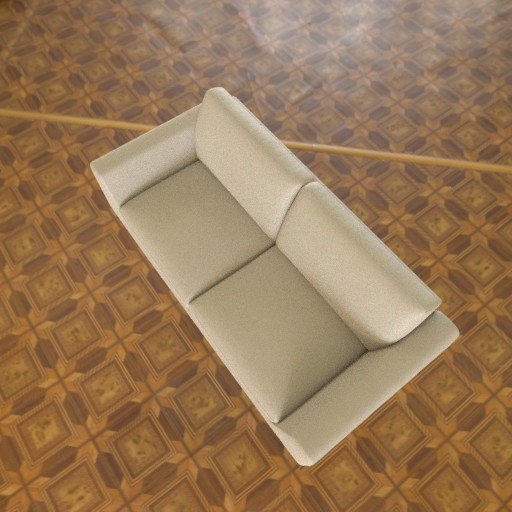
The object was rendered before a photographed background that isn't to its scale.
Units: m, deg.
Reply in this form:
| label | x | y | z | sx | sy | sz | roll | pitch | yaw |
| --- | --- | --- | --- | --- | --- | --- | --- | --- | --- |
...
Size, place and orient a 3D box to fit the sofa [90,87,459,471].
| label | x | y | z | sx | sy | sz | roll | pitch | yaw |
| --- | --- | --- | --- | --- | --- | --- | --- | --- | --- |
| sofa | 0.000 | 0.000 | 2.495 | 0.953 | 0.875 | 2.017 | -34 | 68 | -16 |
